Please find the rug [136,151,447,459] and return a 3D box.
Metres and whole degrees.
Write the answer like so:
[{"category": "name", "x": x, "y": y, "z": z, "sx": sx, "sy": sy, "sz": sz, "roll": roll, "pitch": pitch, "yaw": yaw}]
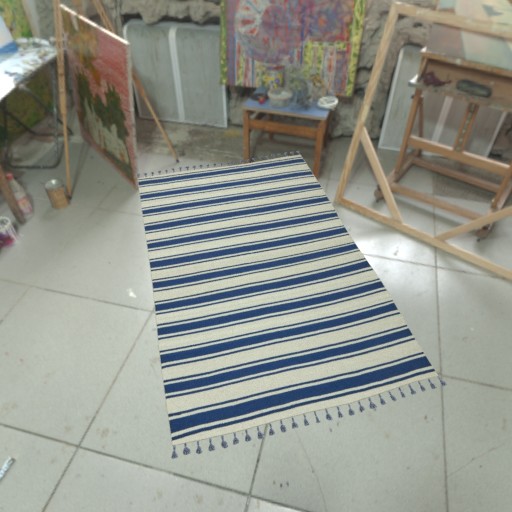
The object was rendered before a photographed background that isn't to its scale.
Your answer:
[{"category": "rug", "x": 0.000, "y": 0.000, "z": 2.607, "sx": 1.248, "sy": 0.009, "sz": 2.108, "roll": -10, "pitch": 45, "yaw": -11}]
